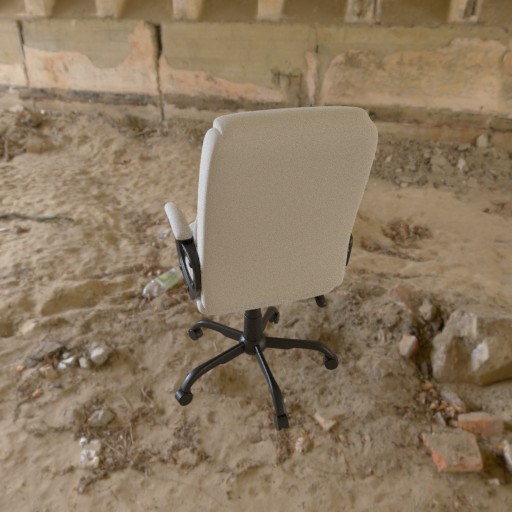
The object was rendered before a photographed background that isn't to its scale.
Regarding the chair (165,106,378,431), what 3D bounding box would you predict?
[{"bbox_3d":[0.000,0.000,1.515,0.663,1.065,0.669,-9,30,-16],"label":"chair"}]
